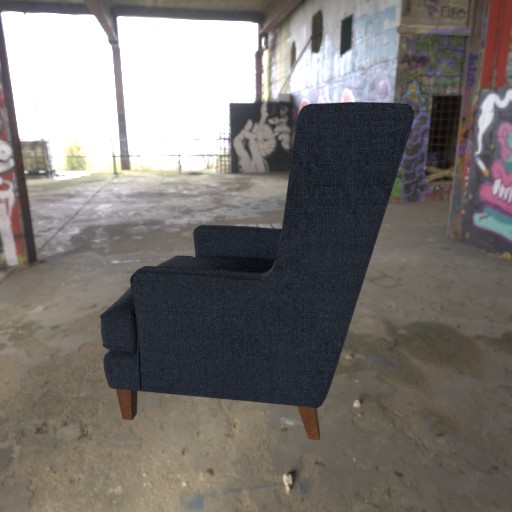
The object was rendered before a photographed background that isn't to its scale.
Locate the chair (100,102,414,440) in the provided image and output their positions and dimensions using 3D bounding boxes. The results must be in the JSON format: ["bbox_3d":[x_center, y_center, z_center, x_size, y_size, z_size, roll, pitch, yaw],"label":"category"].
[{"bbox_3d":[0.000,0.000,1.701,0.947,1.072,0.764,3,16,9],"label":"chair"}]
